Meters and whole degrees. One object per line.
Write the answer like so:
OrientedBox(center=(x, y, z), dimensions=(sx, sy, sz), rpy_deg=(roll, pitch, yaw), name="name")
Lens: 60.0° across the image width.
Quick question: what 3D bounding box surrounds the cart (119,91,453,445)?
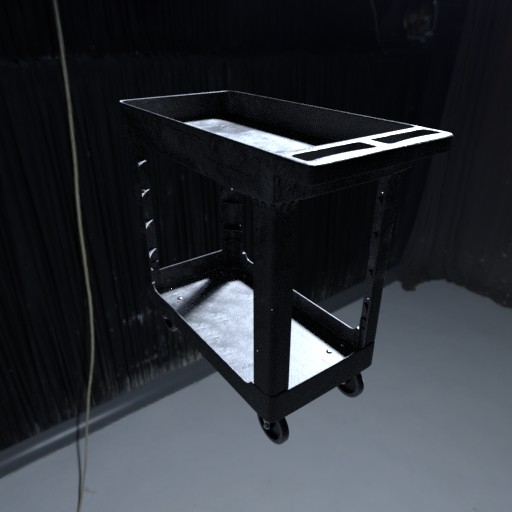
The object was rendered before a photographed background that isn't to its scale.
OrientedBox(center=(0.000, 0.000, 1.332), dimensions=(0.420, 0.824, 0.877), rpy_deg=(-18, 33, -31), name="cart")
